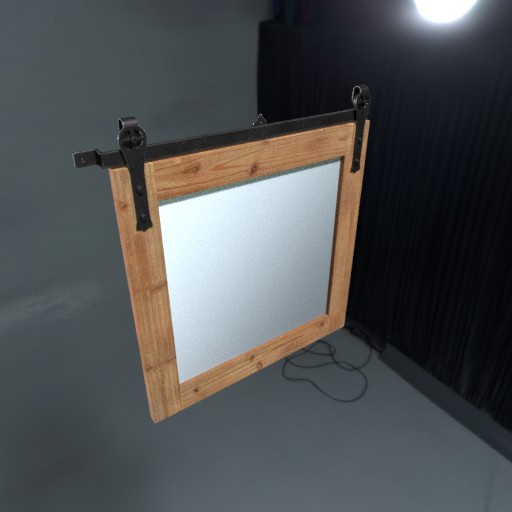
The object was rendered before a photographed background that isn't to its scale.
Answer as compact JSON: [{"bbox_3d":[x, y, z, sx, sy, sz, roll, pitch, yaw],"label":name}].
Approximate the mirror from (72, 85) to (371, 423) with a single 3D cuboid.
[{"bbox_3d":[0.000,0.000,1.181,0.805,0.800,0.054,-20,35,-30],"label":"mirror"}]
